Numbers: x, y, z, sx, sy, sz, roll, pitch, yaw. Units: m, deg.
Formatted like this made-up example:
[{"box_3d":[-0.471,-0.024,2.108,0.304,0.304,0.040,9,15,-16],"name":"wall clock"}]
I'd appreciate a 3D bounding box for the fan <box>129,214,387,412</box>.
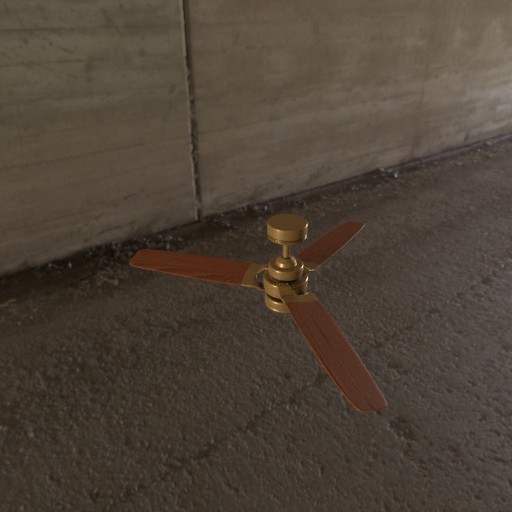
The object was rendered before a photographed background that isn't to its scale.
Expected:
[{"box_3d":[0.000,0.000,2.077,1.271,0.425,1.416,9,31,14],"name":"fan"}]
